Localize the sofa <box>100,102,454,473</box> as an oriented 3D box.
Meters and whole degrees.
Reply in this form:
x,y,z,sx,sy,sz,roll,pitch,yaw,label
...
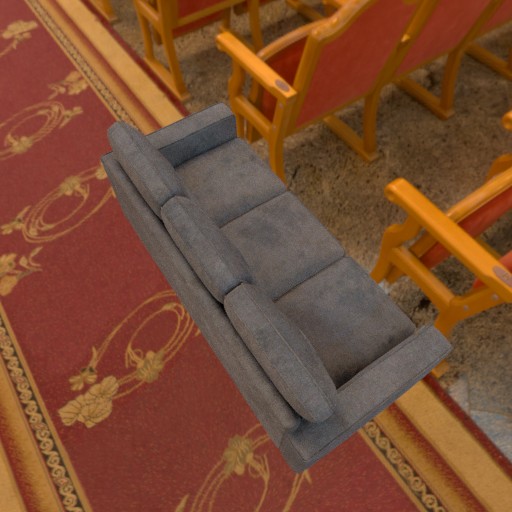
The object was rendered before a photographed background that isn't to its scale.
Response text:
x,y,z,sx,sy,sz,roll,pitch,yaw,label
0.000,0.000,2.598,0.939,0.965,2.133,-30,64,-17,sofa
